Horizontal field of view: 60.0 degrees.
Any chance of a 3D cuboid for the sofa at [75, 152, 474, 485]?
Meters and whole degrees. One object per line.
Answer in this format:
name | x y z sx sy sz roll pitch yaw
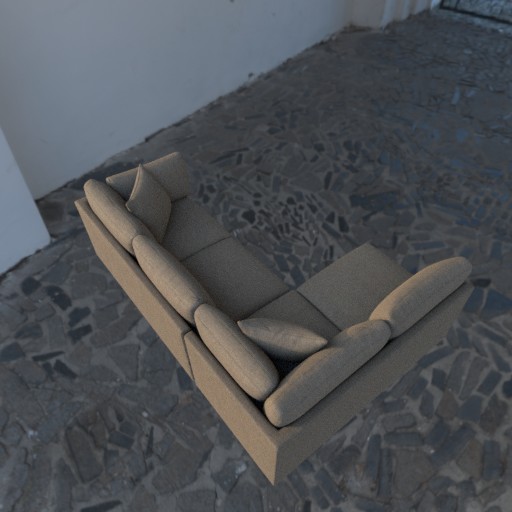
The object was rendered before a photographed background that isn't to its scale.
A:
sofa | 0.000 0.000 3.865 1.994 0.978 2.896 -30 53 -26
